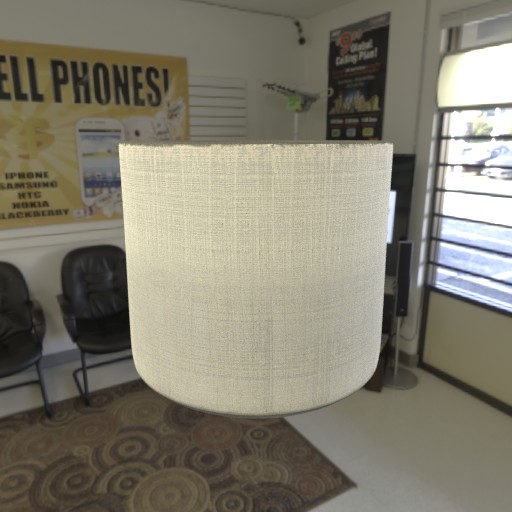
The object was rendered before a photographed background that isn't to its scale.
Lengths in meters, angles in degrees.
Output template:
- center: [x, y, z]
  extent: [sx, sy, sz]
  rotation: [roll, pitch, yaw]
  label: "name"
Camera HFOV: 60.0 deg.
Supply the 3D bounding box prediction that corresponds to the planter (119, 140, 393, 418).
- center: [0.000, 0.000, 0.398]
  extent: [0.226, 0.201, 0.226]
  rotation: [0, 15, 0]
  label: "planter"
